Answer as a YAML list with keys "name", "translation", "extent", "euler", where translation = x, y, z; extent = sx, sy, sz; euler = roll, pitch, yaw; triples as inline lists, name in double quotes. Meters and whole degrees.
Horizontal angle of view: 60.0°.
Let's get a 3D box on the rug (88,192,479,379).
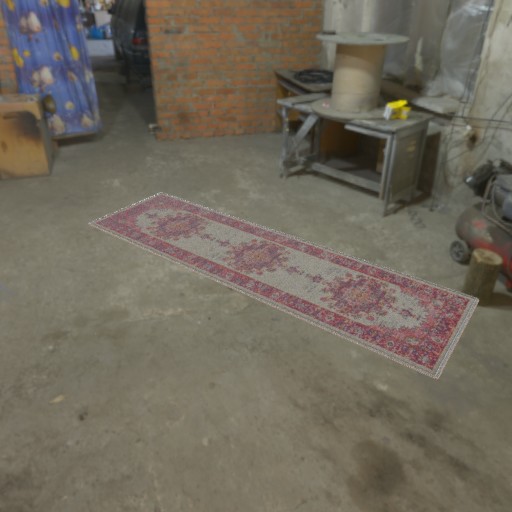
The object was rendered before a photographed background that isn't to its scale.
- name: "rug"
  translation: [0.000, 0.000, 2.573]
  extent: [2.294, 0.011, 0.666]
  euler: [21, 37, 31]
